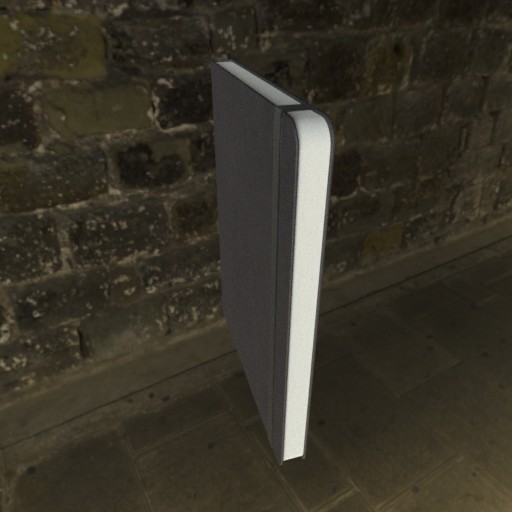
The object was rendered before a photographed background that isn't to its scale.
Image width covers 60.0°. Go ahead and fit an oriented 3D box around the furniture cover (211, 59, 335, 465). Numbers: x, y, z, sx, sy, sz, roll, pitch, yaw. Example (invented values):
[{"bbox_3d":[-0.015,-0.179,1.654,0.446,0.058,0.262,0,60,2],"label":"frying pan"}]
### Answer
[{"bbox_3d":[0.000,0.000,0.376,0.023,0.281,0.216,-9,33,-14],"label":"furniture cover"}]
